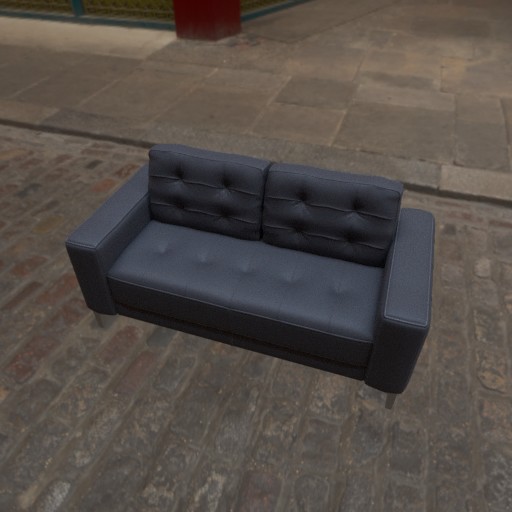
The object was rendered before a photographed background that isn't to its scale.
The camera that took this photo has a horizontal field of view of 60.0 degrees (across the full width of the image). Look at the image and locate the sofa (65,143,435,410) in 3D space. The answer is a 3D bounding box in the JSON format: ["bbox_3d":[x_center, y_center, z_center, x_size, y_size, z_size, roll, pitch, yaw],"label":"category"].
[{"bbox_3d":[0.000,0.000,2.337,1.726,0.893,0.833,12,42,14],"label":"sofa"}]
